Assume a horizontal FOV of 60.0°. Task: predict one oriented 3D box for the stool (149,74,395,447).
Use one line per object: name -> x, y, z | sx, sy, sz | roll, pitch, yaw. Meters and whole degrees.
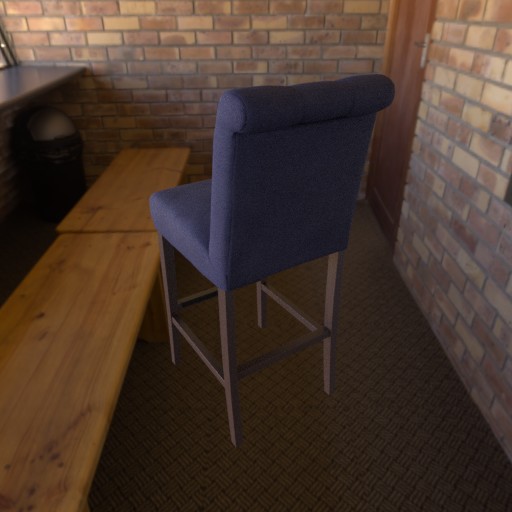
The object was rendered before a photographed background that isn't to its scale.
stool -> 0.000, 0.000, 1.457 | 0.493, 1.140, 0.601 | -18, 34, -29
